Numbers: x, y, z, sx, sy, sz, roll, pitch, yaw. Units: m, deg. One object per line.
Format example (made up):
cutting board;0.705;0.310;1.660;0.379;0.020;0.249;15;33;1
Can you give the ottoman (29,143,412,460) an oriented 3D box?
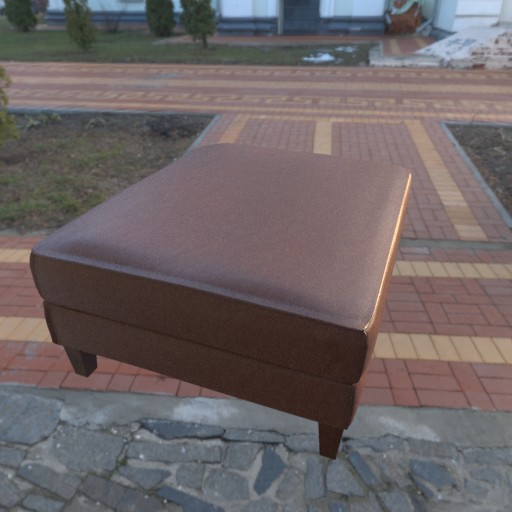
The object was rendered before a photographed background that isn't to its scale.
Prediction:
ottoman;0.000;0.000;1.403;0.836;0.472;0.987;11;32;18
